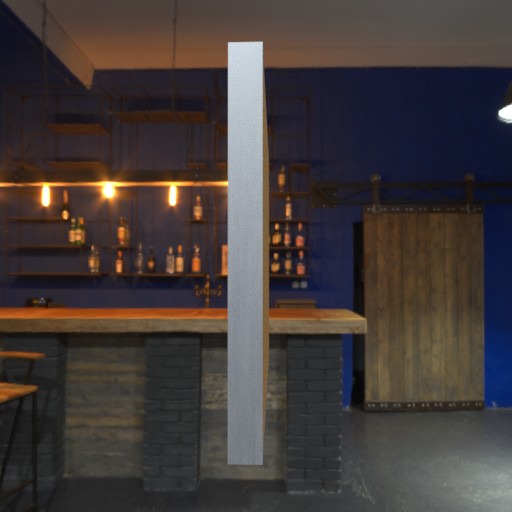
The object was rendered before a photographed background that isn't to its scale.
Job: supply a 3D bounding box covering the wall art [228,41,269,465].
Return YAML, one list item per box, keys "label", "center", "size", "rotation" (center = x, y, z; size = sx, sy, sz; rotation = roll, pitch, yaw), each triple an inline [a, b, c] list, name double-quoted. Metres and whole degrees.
- label: "wall art"
  center: [0.000, 0.000, 0.750]
  size: [0.037, 0.450, 0.557]
  rotation: [0, -1, 2]
